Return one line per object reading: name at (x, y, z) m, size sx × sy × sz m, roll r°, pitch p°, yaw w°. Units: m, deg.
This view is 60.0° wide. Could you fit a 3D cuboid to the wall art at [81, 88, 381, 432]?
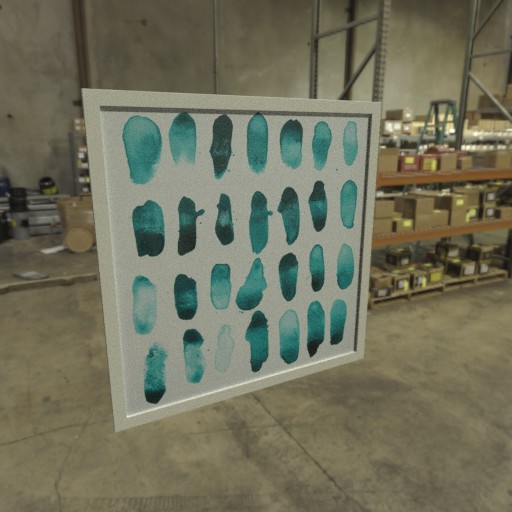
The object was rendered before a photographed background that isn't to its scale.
wall art at (0.000, 0.000, 1.198) m, size 0.812 × 0.813 × 0.013 m, roll -8°, pitch 17°, yaw -27°
